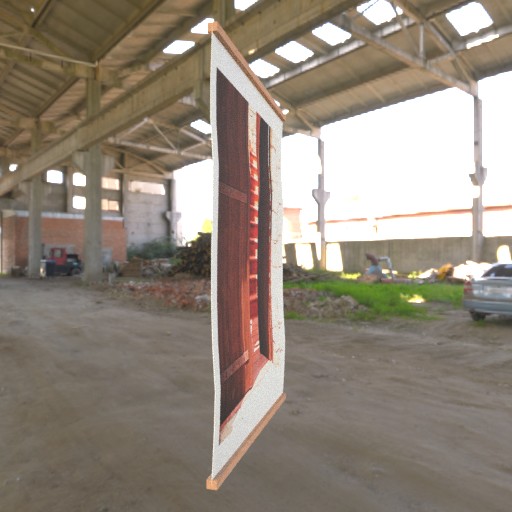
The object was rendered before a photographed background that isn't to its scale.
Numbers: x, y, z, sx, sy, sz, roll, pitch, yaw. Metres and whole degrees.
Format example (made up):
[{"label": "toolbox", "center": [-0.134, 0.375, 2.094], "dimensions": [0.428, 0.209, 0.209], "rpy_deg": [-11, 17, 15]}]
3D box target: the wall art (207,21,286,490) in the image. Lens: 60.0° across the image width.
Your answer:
[{"label": "wall art", "center": [0.000, 0.000, 0.641], "dimensions": [0.012, 0.508, 0.332], "rpy_deg": [0, -1, 17]}]
